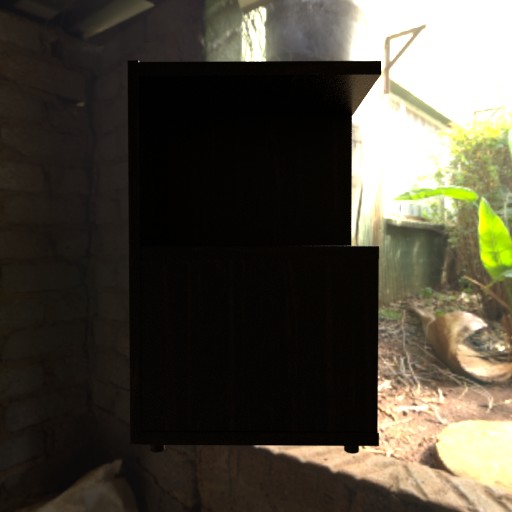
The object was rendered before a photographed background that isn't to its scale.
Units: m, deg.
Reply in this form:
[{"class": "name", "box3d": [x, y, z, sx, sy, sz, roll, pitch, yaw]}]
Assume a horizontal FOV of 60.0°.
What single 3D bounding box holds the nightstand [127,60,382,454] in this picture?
[{"class": "nightstand", "box3d": [0.000, 0.000, 0.825, 0.356, 0.559, 0.400, 0, 1, 1]}]
